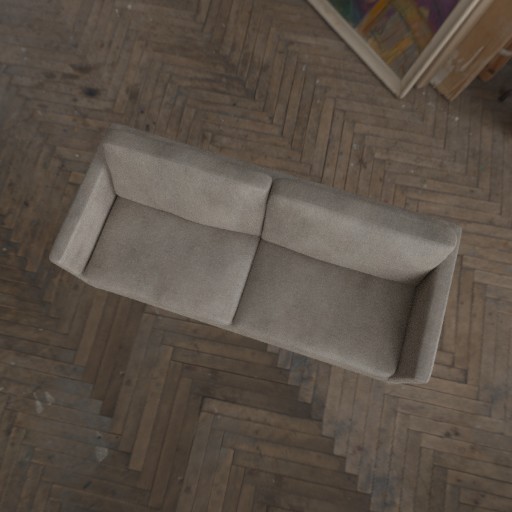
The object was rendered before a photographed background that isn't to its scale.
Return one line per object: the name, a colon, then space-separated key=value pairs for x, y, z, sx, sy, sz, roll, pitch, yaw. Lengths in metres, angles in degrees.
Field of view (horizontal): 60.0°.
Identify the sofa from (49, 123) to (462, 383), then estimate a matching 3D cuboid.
sofa: x=0.000 y=0.000 z=2.764 sx=2.208 sy=0.965 sz=0.951 roll=17 pitch=75 yaw=5
